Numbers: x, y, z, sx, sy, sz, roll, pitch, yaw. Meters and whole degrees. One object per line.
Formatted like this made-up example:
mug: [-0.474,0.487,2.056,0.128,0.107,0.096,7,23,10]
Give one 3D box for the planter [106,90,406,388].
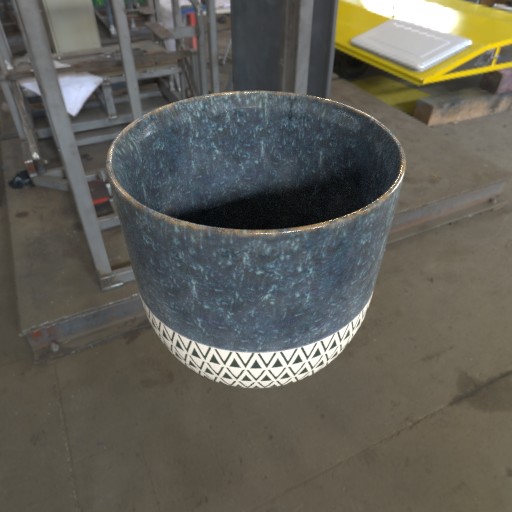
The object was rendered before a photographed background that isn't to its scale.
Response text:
planter: [0.000,0.000,0.492,0.266,0.270,0.266,0,41,0]
